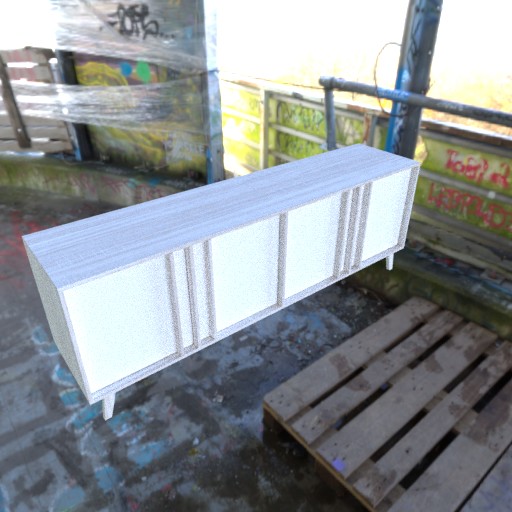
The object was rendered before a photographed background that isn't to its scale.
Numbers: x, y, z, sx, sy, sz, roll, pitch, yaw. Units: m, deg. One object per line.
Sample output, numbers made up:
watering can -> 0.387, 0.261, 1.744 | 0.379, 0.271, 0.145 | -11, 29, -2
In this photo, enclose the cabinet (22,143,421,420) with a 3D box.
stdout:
cabinet -> 0.000, 0.000, 2.543 | 2.200, 0.780, 0.500 | -22, 37, -32
